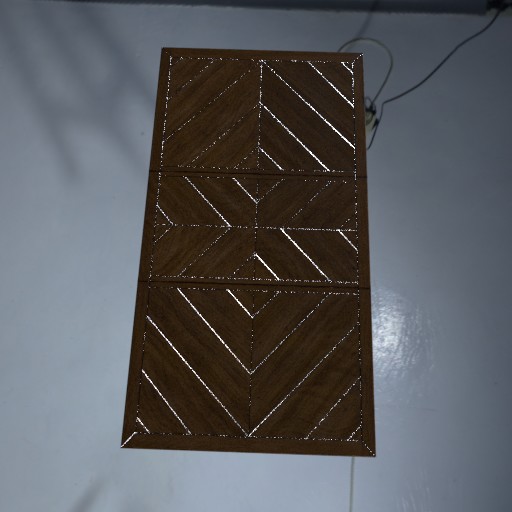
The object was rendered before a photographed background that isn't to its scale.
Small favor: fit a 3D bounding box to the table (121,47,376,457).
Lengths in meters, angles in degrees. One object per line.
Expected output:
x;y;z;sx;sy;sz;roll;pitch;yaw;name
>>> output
0.000;0.000;1.853;0.757;0.760;1.400;2;75;0;table
